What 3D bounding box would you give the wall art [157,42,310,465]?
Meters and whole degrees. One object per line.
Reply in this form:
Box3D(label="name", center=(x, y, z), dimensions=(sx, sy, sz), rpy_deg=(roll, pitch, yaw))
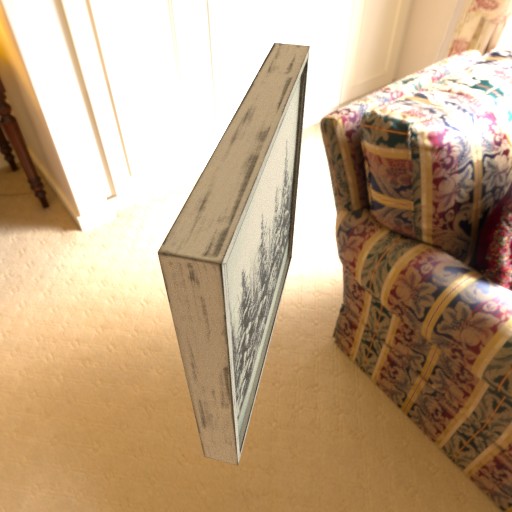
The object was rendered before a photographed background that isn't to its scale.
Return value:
Box3D(label="wall art", center=(0.000, 0.000, 0.449), dimensions=(0.036, 0.303, 0.303), rpy_deg=(10, 47, 9))
